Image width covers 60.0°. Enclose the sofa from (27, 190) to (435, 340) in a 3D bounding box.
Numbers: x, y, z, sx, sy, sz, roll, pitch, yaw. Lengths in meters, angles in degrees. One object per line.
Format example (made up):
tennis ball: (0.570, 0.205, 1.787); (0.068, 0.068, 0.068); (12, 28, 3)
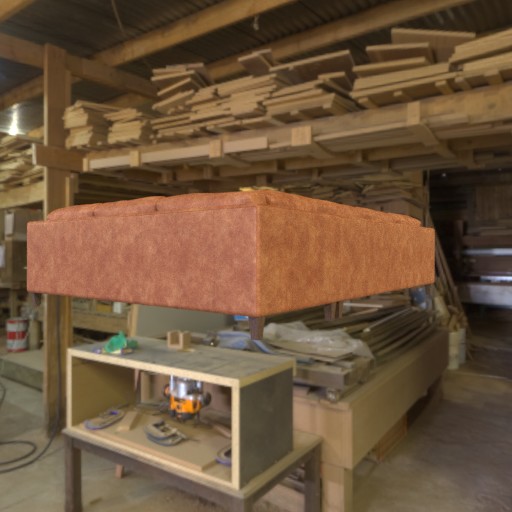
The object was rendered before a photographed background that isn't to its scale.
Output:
sofa: (0.000, 0.000, 4.209); (2.438, 0.838, 3.167); (0, 1, 37)
